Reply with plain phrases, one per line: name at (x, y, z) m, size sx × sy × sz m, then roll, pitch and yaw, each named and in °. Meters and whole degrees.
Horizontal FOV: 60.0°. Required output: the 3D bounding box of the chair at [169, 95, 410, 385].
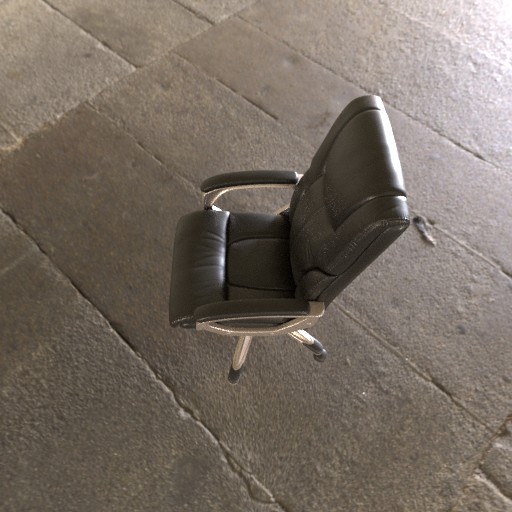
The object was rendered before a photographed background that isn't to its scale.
chair at (0.000, 0.000, 1.683) m, size 0.780 × 1.145 × 0.700 m, roll -1°, pitch 60°, yaw -1°
